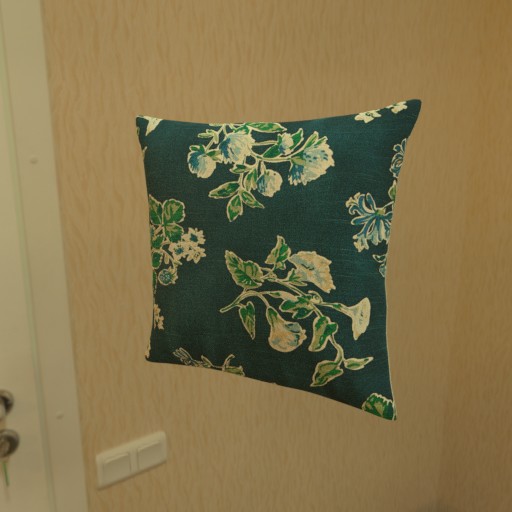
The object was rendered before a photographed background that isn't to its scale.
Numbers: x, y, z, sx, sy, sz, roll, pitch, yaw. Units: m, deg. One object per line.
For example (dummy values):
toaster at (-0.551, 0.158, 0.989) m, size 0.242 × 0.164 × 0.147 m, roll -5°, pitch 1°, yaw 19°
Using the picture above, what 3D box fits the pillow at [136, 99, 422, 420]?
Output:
pillow at (0.000, 0.000, 0.796) m, size 0.525 × 0.508 × 0.166 m, roll 6°, pitch 14°, yaw 25°
